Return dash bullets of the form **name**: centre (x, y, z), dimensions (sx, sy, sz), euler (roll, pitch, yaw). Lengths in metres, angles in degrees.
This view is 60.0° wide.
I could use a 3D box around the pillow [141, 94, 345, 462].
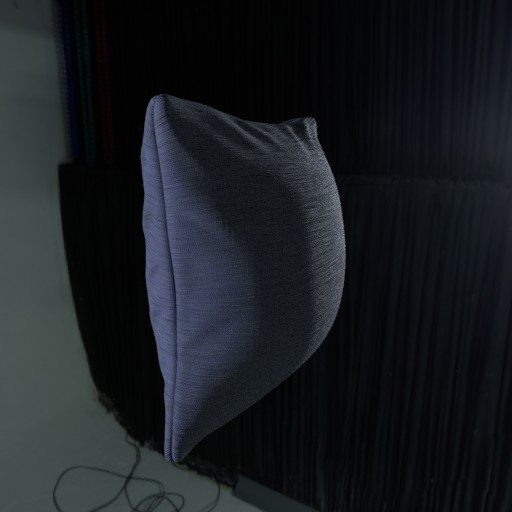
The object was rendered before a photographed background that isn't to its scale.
- **pillow**: centre (0.000, 0.000, 0.653), dimensions (0.246, 0.414, 0.432), euler (7, 15, 26)
